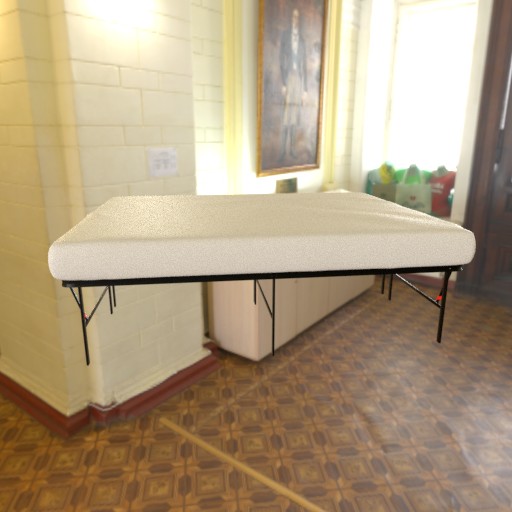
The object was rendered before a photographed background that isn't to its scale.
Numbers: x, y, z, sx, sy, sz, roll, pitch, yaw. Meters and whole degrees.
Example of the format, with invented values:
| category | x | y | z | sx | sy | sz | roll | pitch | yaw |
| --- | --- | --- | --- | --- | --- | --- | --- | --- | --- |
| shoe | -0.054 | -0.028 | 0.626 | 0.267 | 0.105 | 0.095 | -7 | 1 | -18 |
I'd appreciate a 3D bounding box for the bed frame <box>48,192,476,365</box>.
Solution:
| category | x | y | z | sx | sy | sz | roll | pitch | yaw |
| --- | --- | --- | --- | --- | --- | --- | --- | --- | --- |
| bed frame | 0.000 | 0.000 | 2.926 | 2.151 | 0.667 | 1.584 | -2 | 16 | -7 |
